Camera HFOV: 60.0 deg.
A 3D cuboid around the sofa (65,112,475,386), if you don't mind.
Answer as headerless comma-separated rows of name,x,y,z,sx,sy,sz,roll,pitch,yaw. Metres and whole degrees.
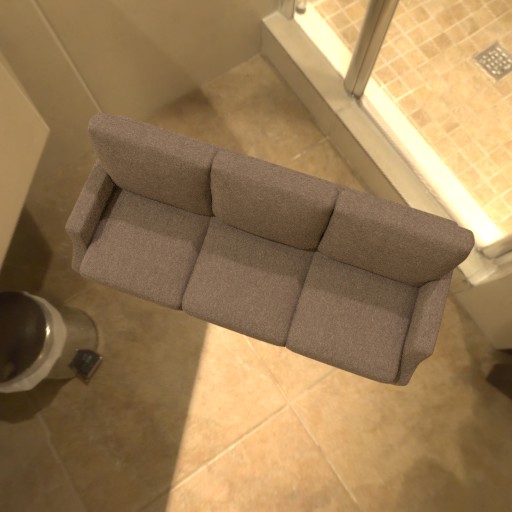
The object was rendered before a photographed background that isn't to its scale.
sofa,0.000,0.000,2.568,2.115,0.984,0.888,19,76,5
